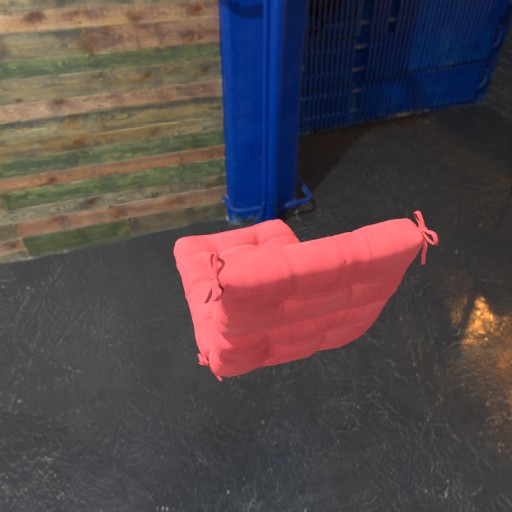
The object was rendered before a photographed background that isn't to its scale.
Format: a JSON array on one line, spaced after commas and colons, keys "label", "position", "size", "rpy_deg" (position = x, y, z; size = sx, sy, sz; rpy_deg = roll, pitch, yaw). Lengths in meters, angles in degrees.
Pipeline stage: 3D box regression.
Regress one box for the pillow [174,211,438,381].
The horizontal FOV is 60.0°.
[{"label": "pillow", "position": [0.000, 0.000, 1.513], "size": [0.526, 0.863, 1.016], "rpy_deg": [-12, 43, -13]}]
